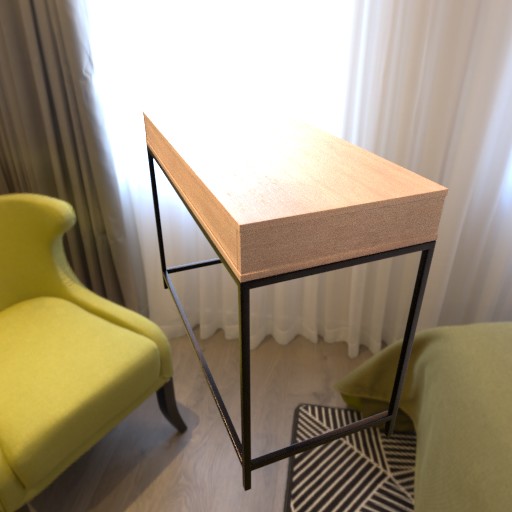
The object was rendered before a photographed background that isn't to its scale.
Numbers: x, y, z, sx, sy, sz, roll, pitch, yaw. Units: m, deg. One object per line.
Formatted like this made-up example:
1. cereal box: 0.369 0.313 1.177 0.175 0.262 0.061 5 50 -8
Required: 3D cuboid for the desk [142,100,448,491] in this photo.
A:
1. desk: 0.000 0.000 1.436 0.470 0.762 1.016 -11 32 -19
